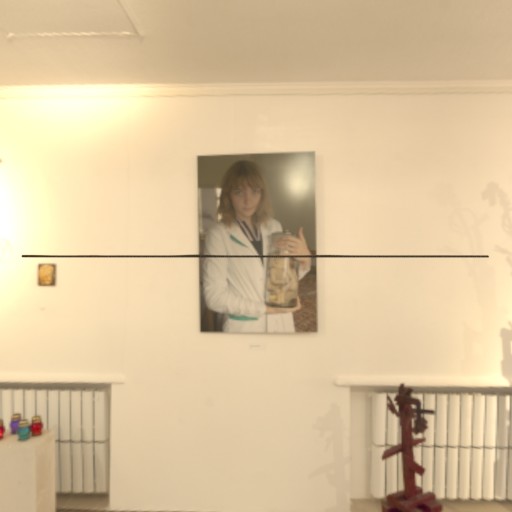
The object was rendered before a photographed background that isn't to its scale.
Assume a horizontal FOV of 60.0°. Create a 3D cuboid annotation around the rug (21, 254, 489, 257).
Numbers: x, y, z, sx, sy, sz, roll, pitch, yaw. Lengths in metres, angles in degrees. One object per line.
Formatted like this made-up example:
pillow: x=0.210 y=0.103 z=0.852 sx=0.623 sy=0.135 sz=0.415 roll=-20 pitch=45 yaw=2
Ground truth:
rug: x=0.000 y=0.000 z=2.317 sx=1.820 sy=0.012 sz=1.207 roll=0 pitch=0 yaw=2
